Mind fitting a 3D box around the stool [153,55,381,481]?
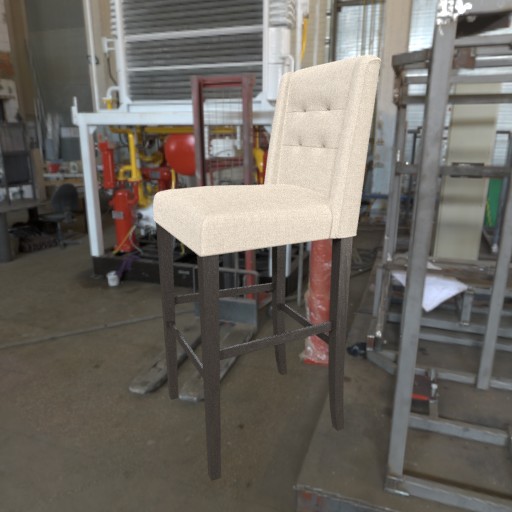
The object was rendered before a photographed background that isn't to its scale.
[{"bbox_3d":[0.000,0.000,1.354,0.509,1.116,0.474,-7,18,-24],"label":"stool"}]
